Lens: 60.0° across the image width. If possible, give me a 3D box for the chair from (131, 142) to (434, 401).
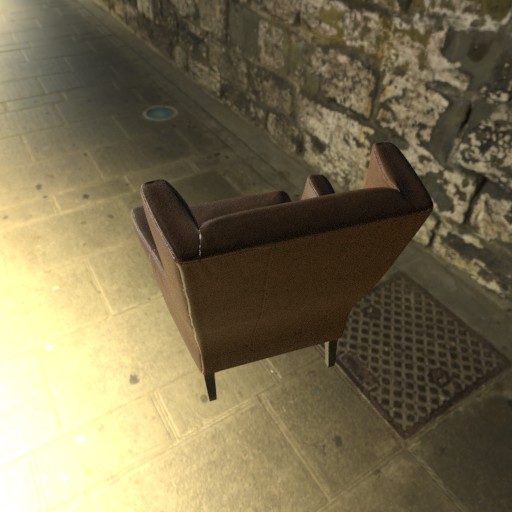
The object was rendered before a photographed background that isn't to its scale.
[{"bbox_3d":[0.000,0.000,1.695,0.852,1.016,0.925,-12,44,-13],"label":"chair"}]
